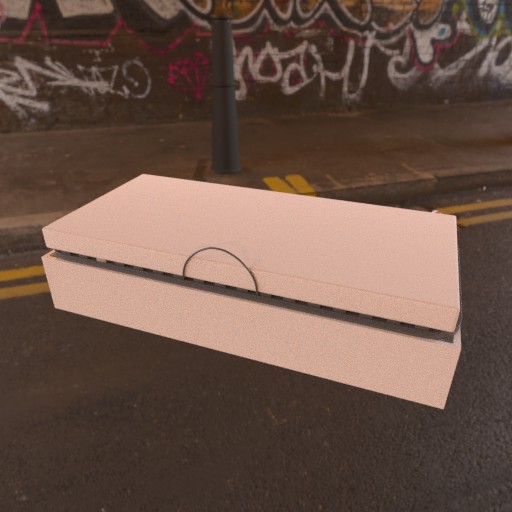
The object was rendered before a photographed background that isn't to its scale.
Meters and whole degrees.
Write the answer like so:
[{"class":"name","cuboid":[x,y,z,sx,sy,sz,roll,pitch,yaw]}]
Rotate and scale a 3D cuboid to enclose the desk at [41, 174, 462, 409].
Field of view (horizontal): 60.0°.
[{"class":"desk","cuboid":[0.000,0.000,2.254,1.900,0.526,0.900,10,31,18]}]
